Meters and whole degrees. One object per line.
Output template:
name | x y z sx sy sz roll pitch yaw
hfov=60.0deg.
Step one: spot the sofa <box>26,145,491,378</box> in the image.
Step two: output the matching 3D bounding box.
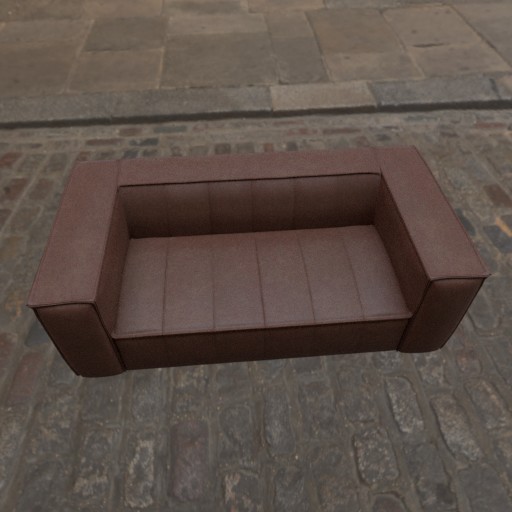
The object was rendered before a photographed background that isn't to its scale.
sofa | 0.000 0.000 2.528 2.088 0.703 1.102 -4 48 -3
